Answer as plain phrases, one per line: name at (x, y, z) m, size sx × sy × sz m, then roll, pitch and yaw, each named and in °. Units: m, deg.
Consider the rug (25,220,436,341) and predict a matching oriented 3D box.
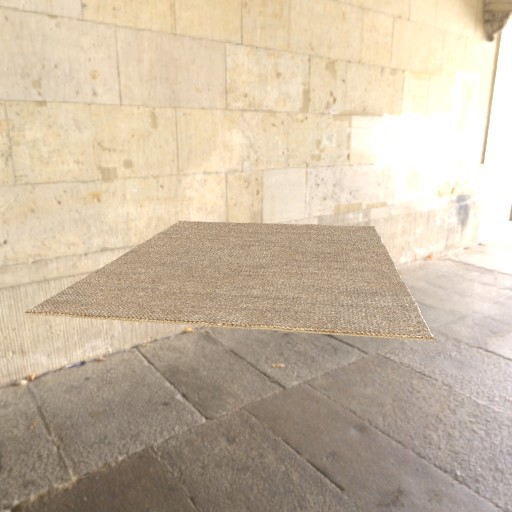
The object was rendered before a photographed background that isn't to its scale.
rug at (0.000, 0.000, 3.998) m, size 2.429 × 0.030 × 3.052 m, roll 2°, pitch 15°, yaw 8°
